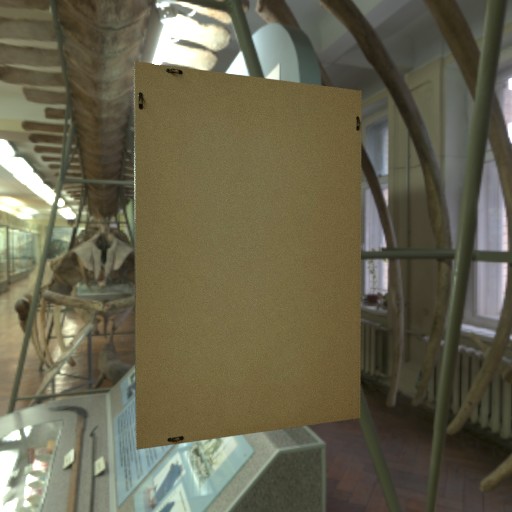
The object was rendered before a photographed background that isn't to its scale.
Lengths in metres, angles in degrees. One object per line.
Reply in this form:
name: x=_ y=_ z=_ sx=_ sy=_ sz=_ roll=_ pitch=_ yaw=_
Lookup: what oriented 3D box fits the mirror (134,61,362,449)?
mirror: x=0.000 y=0.000 z=1.155 sx=0.609 sy=0.915 sz=0.041 roll=0 pitch=1 yaw=-19
